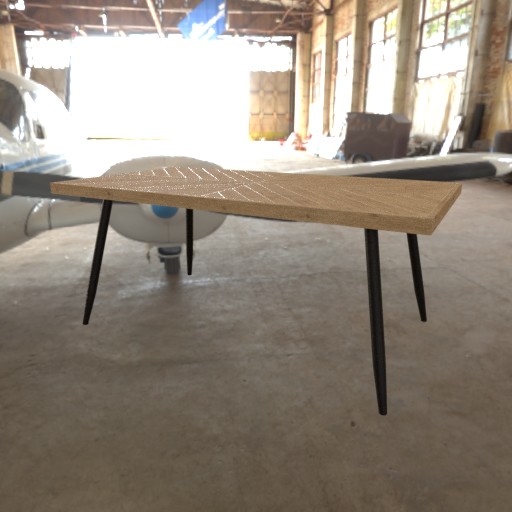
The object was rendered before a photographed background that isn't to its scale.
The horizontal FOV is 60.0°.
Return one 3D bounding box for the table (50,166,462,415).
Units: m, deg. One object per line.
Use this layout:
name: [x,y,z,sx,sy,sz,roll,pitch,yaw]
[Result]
table: [0.000,0.000,2.321,1.803,0.762,0.991,9,19,28]
